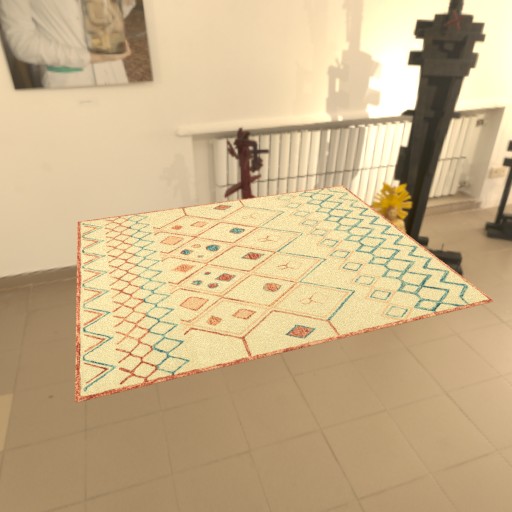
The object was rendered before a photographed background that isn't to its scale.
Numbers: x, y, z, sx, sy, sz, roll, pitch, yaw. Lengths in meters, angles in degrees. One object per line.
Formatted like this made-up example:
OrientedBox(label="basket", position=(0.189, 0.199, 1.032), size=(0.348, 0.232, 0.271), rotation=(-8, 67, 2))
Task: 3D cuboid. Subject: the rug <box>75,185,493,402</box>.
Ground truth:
OrientedBox(label="rug", position=(0.000, 0.000, 3.991), size=(3.050, 0.016, 2.441), rotation=(-10, 33, -16))
